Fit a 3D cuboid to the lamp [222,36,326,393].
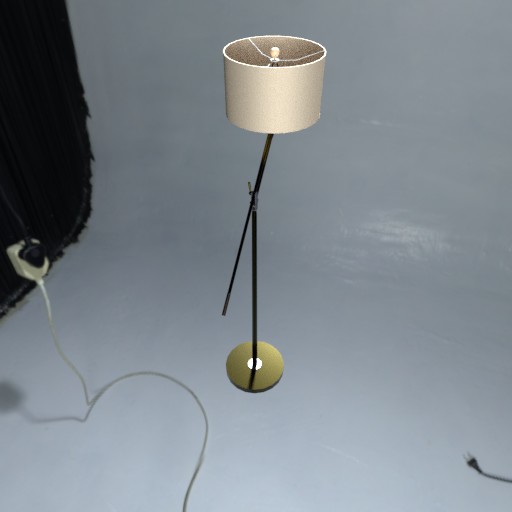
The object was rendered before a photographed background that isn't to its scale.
[{"bbox_3d":[0.000,0.000,1.989,0.373,1.635,0.809,12,43,14],"label":"lamp"}]
